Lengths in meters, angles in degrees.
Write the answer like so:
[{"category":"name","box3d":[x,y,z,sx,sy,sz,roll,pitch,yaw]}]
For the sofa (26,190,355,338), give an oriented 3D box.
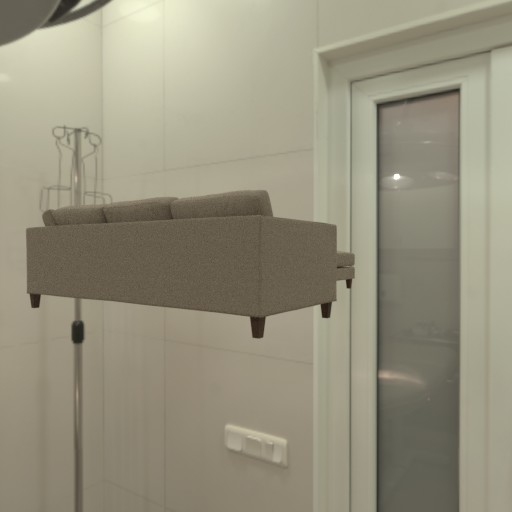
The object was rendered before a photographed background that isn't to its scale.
[{"category":"sofa","box3d":[0.000,0.000,4.503,2.424,0.865,3.438,1,1,34]}]
